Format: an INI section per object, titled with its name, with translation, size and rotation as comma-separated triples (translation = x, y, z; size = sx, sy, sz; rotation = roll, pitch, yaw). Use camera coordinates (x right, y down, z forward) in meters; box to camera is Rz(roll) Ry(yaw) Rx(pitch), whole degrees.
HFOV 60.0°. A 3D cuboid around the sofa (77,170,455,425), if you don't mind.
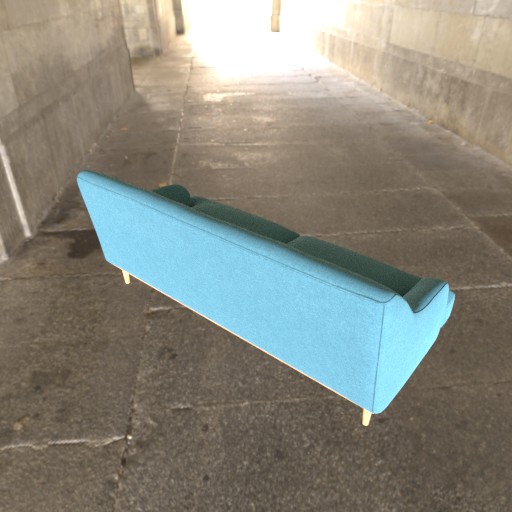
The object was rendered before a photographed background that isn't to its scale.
[sofa]
translation = 0.000, 0.000, 2.606
size = 2.057, 0.871, 0.978
rotation = 23, 38, 33
